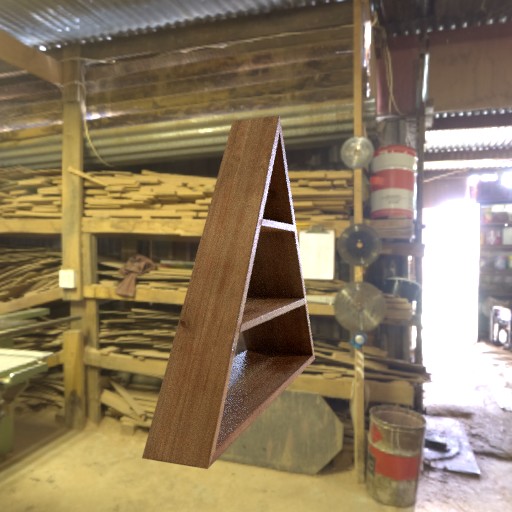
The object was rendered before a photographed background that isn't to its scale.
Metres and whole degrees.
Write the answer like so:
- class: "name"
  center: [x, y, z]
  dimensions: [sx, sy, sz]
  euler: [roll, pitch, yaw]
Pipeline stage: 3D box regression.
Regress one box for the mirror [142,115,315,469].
- class: "mirror"
  center: [0.000, 0.000, 0.882]
  dimensions: [0.100, 0.548, 0.631]
  euler: [0, 1, 20]
